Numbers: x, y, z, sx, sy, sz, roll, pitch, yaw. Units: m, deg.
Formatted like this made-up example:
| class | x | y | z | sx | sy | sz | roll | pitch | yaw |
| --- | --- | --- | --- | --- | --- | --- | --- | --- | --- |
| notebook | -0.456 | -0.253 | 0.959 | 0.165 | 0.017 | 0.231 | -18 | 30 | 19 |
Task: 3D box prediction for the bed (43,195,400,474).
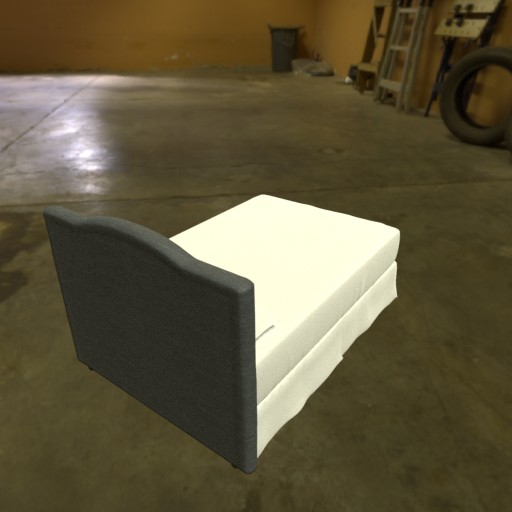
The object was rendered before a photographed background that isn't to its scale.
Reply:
| class | x | y | z | sx | sy | sz | roll | pitch | yaw |
| --- | --- | --- | --- | --- | --- | --- | --- | --- | --- |
| bed | 0.000 | 0.000 | 3.651 | 1.747 | 1.441 | 2.507 | 19 | 34 | 32 |
